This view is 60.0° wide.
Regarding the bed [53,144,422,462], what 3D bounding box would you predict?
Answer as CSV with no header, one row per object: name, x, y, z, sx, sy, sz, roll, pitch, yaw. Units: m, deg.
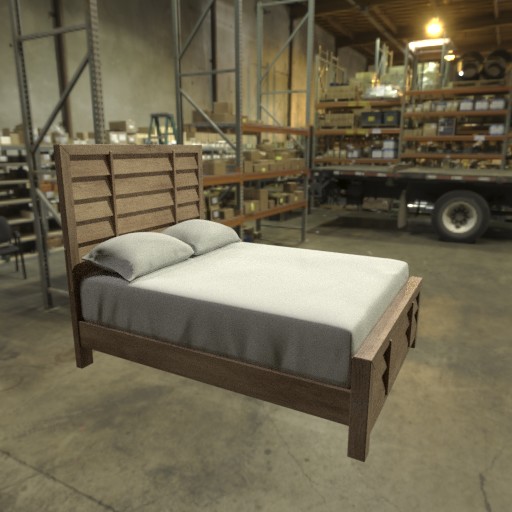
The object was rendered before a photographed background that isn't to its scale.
bed,0.000,0.000,3.326,2.197,1.626,1.626,7,16,28
